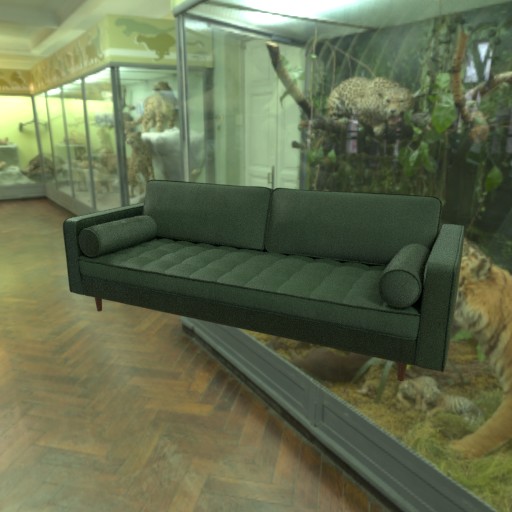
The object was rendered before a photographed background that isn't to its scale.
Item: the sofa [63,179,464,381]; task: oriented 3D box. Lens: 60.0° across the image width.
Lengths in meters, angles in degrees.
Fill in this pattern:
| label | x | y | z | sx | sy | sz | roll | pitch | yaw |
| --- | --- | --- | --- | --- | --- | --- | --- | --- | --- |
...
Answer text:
| label | x | y | z | sx | sy | sz | roll | pitch | yaw |
| --- | --- | --- | --- | --- | --- | --- | --- | --- | --- |
| sofa | 0.000 | 0.000 | 2.627 | 2.199 | 0.769 | 0.918 | 8 | 17 | 25 |
